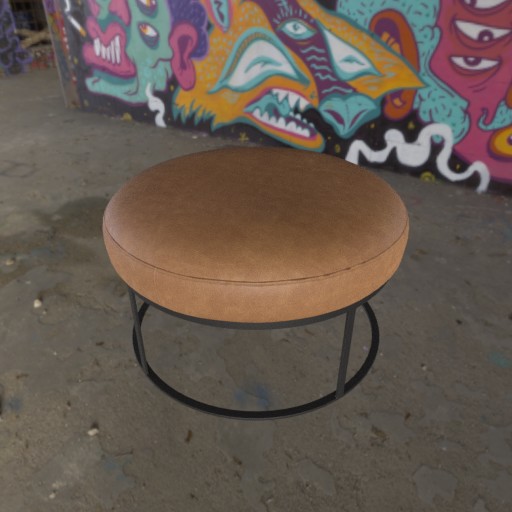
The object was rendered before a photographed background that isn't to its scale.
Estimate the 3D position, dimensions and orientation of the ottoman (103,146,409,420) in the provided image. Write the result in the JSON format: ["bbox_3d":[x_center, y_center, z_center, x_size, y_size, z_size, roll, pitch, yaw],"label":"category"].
[{"bbox_3d":[0.000,0.000,1.238,0.771,0.460,0.771,0,32,0],"label":"ottoman"}]
